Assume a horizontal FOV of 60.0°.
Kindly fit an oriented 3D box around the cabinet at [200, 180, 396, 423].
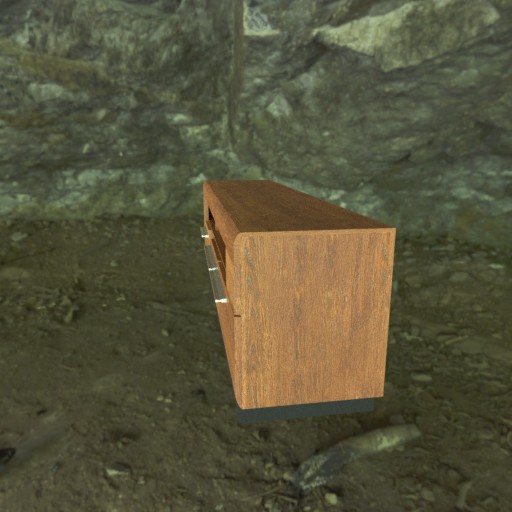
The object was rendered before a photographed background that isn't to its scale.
[{"bbox_3d":[0.000,0.000,1.850,0.419,0.510,1.600,-2,14,-9],"label":"cabinet"}]
